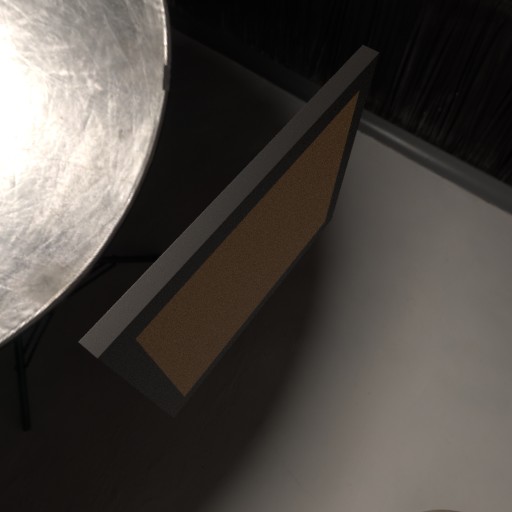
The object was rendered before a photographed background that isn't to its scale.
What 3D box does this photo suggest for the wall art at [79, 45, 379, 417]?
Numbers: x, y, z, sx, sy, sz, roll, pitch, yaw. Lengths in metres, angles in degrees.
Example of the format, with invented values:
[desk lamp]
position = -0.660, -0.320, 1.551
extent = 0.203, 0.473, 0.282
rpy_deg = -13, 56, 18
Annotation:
[wall art]
position = 0.000, 0.000, 0.752
extent = 0.028, 0.460, 0.561
rpy_deg = 34, 68, 16
